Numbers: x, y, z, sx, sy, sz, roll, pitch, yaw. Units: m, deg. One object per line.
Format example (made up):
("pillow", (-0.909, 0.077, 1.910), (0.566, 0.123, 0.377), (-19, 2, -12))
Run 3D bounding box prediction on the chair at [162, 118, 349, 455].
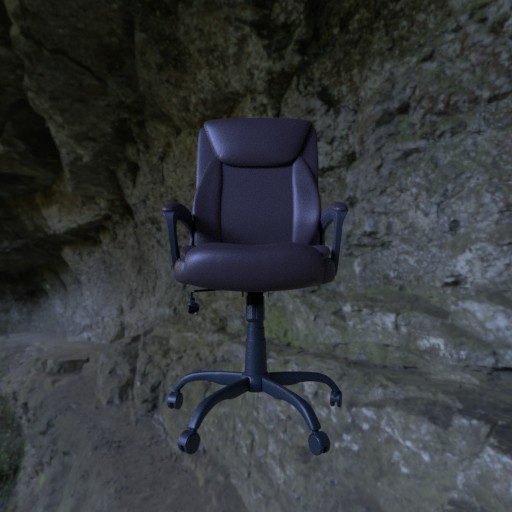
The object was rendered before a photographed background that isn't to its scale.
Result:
("chair", (0.000, 0.000, 1.491), (0.615, 1.072, 0.655), (0, 1, 1))
